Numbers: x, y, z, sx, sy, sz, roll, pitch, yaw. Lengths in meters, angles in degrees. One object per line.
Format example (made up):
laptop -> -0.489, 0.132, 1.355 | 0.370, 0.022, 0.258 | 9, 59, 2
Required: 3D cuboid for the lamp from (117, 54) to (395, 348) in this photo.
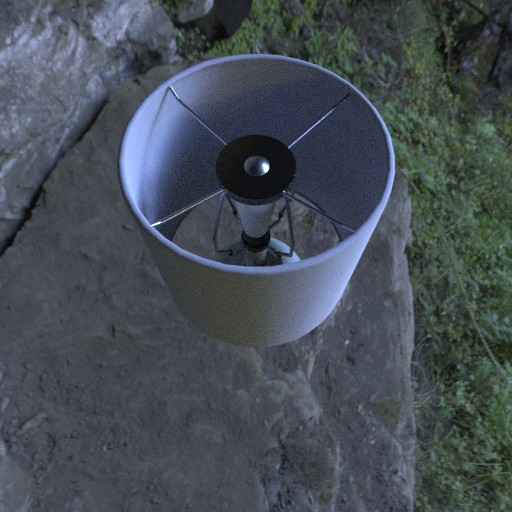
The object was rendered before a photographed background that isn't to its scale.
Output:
lamp -> 0.000, 0.000, 0.479 | 0.201, 0.353, 0.201 | 18, 65, 9
